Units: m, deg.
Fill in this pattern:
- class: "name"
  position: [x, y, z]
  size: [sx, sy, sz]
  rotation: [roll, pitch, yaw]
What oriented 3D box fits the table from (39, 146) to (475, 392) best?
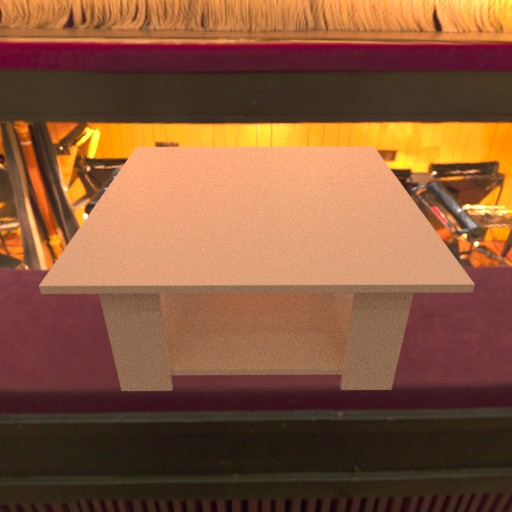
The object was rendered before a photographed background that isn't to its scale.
- class: "table"
  position: [0.000, 0.000, 1.047]
  size: [0.670, 0.305, 0.670]
  rotation: [0, 32, 0]
